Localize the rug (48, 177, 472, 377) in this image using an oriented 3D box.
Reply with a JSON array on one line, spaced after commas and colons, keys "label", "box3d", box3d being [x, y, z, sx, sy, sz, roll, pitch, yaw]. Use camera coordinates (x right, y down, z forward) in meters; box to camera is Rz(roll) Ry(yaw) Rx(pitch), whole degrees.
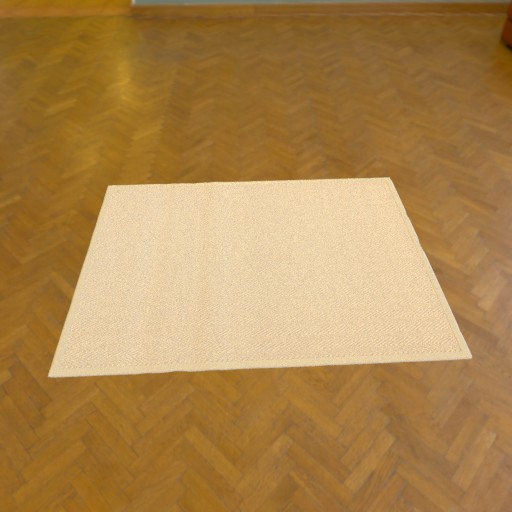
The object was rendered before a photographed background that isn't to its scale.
[{"label": "rug", "box3d": [0.000, 0.000, 4.769, 3.659, 0.037, 2.734, -2, 45, -2]}]
